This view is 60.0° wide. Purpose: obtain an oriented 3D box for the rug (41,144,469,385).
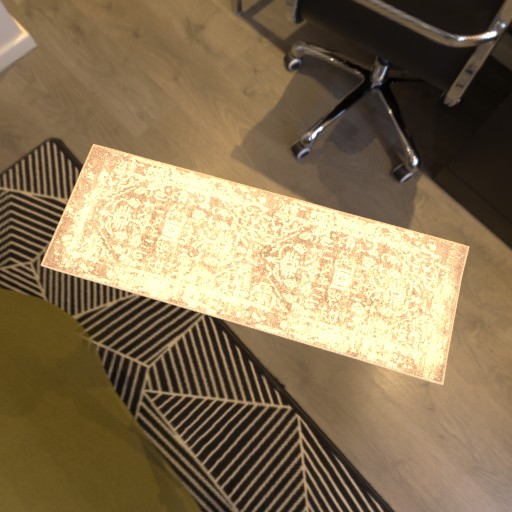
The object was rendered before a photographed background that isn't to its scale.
[{"bbox_3d":[0.000,0.000,2.674,2.452,0.017,0.855,16,75,4],"label":"rug"}]
